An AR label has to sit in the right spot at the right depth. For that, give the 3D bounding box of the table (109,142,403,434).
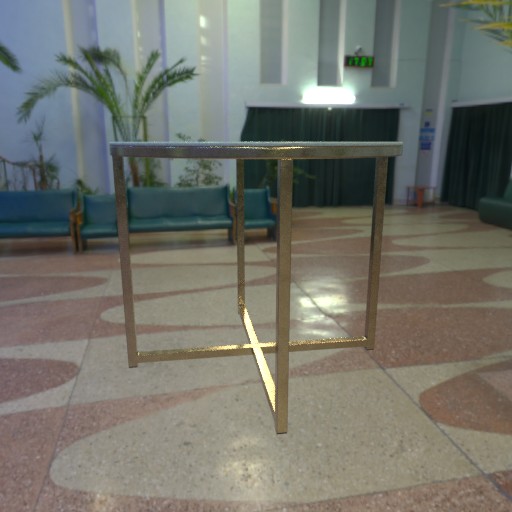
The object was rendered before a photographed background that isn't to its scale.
[{"bbox_3d":[0.000,0.000,0.843,0.500,0.420,0.500,0,14,0],"label":"table"}]
